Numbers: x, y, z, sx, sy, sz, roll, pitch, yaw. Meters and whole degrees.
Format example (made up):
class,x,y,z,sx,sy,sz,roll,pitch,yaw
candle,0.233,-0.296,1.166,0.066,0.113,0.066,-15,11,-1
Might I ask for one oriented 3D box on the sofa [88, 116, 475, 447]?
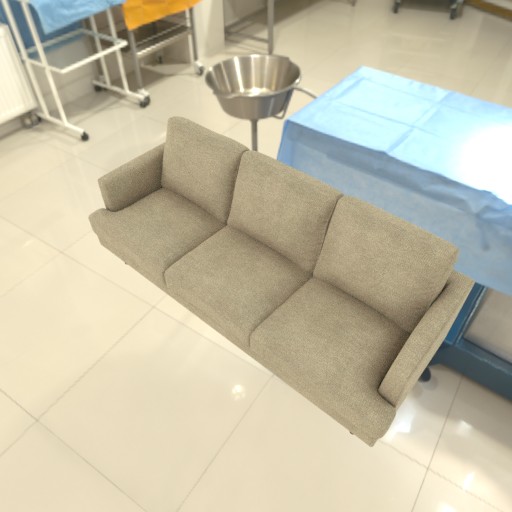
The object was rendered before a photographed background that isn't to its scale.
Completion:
class,x,y,z,sx,sy,sz,roll,pitch,yaw
sofa,0.000,0.000,2.679,2.246,0.930,0.903,31,54,27
